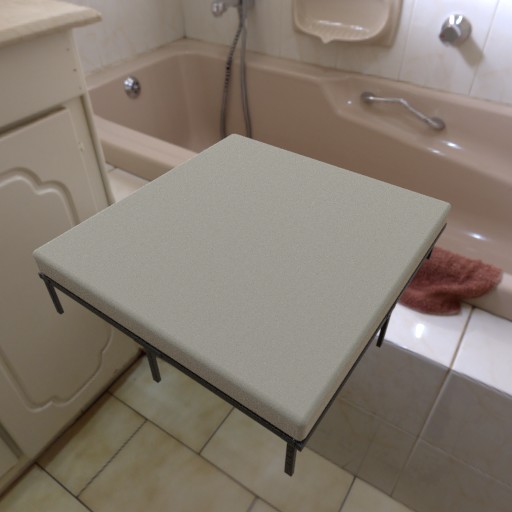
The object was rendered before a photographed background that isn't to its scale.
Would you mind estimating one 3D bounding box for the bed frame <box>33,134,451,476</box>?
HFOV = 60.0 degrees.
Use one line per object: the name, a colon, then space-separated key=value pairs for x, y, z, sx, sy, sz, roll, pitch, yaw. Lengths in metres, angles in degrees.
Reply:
bed frame: x=0.000 y=0.000 z=3.953 sx=2.526 sy=0.680 sz=2.635 roll=25 pitch=47 yaw=26
